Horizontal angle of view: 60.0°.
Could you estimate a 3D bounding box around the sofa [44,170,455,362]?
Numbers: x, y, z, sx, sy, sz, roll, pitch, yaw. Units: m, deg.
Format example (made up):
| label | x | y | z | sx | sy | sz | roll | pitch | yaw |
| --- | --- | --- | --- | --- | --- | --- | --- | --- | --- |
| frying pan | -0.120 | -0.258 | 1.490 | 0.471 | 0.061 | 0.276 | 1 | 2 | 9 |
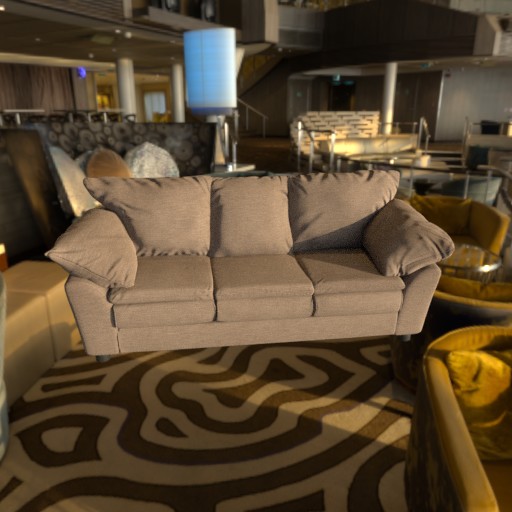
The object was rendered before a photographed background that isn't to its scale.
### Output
| label | x | y | z | sx | sy | sz | roll | pitch | yaw |
| --- | --- | --- | --- | --- | --- | --- | --- | --- | --- |
| sofa | 0.000 | 0.000 | 2.965 | 2.390 | 1.043 | 0.927 | -2 | 18 | -7 |
